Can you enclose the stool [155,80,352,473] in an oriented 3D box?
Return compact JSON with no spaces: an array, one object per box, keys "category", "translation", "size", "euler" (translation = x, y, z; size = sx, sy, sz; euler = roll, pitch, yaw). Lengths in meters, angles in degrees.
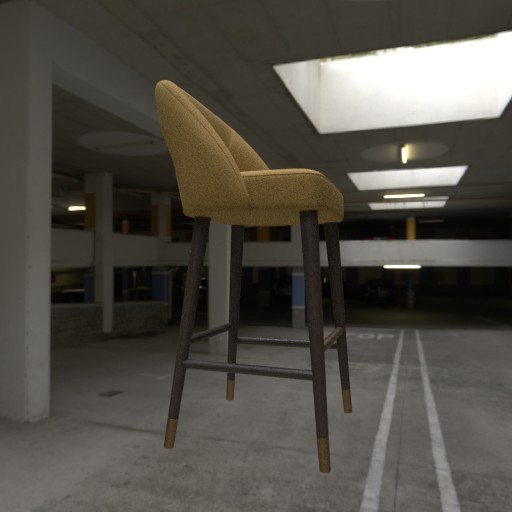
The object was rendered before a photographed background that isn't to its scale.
[{"category":"stool","translation":[0.000,0.000,1.346],"size":[0.522,1.032,0.536],"euler":[0,-1,19]}]
